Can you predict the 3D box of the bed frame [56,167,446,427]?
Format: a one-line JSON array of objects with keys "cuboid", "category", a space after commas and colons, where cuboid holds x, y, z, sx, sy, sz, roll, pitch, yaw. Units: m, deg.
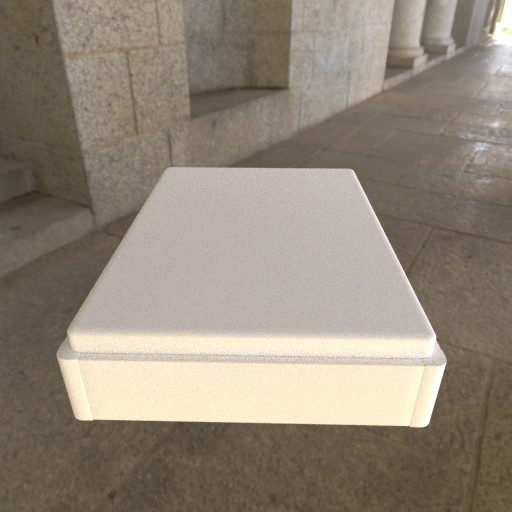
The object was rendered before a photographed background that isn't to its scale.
[{"cuboid": [0.000, 0.000, 2.436, 1.400, 0.406, 1.900, 1, 30, 1], "category": "bed frame"}]
